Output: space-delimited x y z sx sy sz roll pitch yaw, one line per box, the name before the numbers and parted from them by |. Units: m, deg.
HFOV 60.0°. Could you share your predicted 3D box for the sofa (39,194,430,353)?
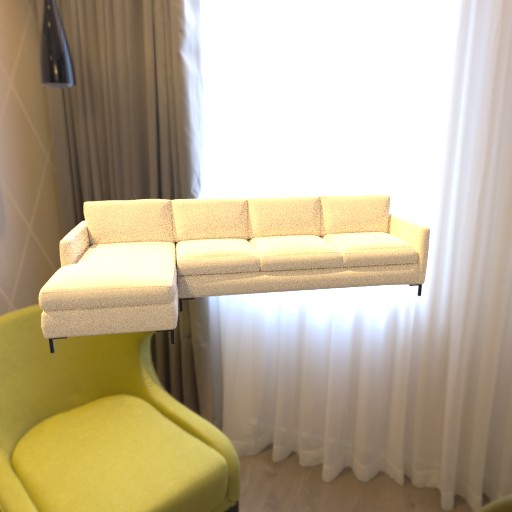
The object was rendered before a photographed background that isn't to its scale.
sofa | 0.000 0.000 3.843 3.186 0.875 1.467 -3 15 -10
